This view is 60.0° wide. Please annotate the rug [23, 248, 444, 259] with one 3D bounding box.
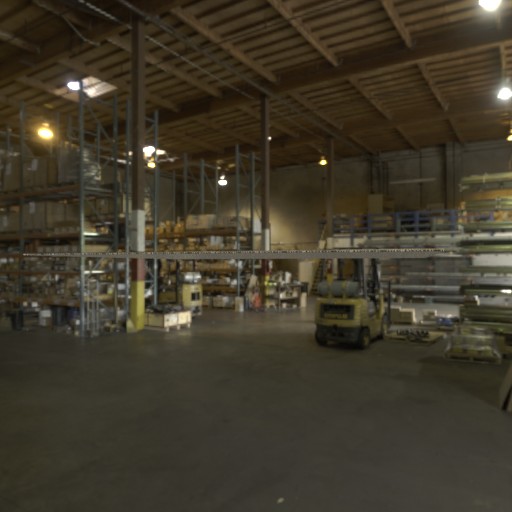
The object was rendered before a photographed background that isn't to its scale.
[{"bbox_3d":[0.000,0.000,3.954,2.932,0.015,2.315,0,-1,19],"label":"rug"}]
